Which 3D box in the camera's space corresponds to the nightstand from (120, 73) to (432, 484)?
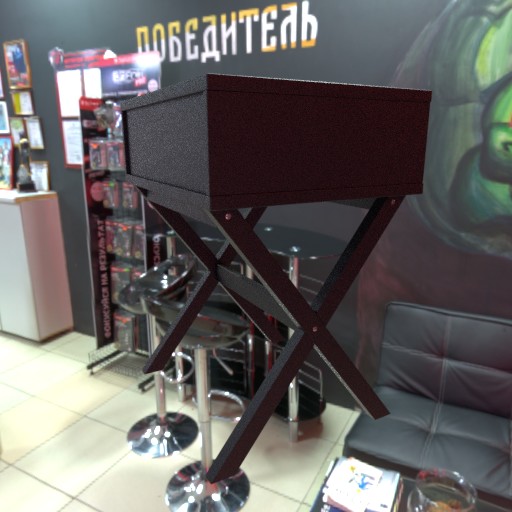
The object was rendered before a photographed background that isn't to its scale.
[{"bbox_3d":[0.000,0.000,0.918,0.402,0.623,0.479,-8,17,-28],"label":"nightstand"}]
